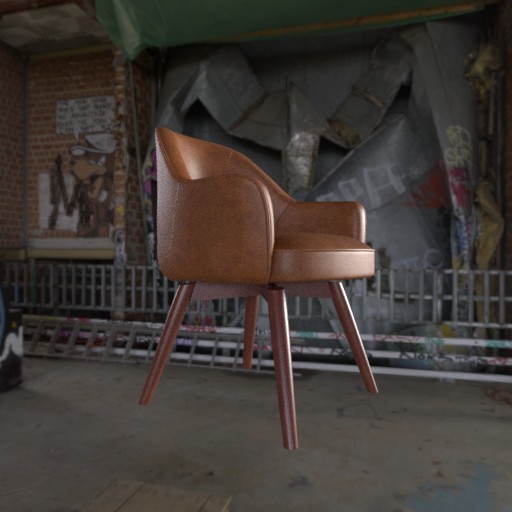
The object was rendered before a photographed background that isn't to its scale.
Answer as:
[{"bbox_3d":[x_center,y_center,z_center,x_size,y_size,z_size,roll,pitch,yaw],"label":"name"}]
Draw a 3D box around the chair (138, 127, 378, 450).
[{"bbox_3d":[0.000,0.000,1.233,0.640,0.777,0.591,0,0,36],"label":"chair"}]
